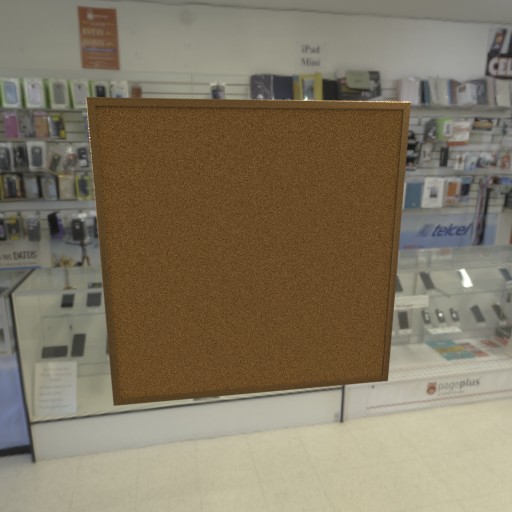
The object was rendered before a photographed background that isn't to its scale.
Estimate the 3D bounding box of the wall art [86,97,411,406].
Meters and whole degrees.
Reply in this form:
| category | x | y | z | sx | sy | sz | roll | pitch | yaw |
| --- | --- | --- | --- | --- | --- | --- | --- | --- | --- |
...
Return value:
| category | x | y | z | sx | sy | sz | roll | pitch | yaw |
| --- | --- | --- | --- | --- | --- | --- | --- | --- | --- |
| wall art | 0.000 | 0.000 | 0.761 | 0.505 | 0.505 | 0.037 | -2 | 15 | -9 |
